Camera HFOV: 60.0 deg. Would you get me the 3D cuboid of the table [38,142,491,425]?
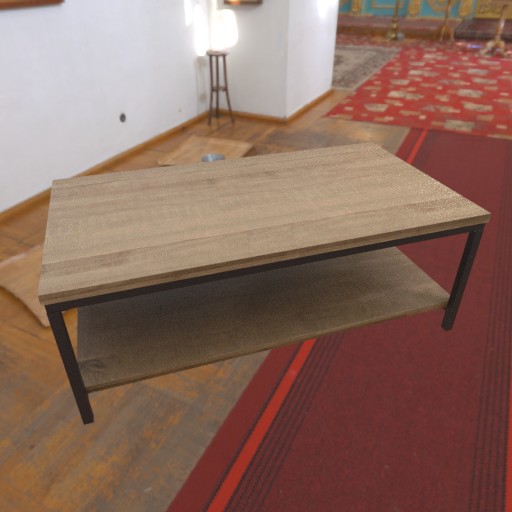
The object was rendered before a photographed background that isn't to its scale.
[{"bbox_3d":[0.000,0.000,1.313,1.062,0.393,0.574,-10,34,-15],"label":"table"}]
